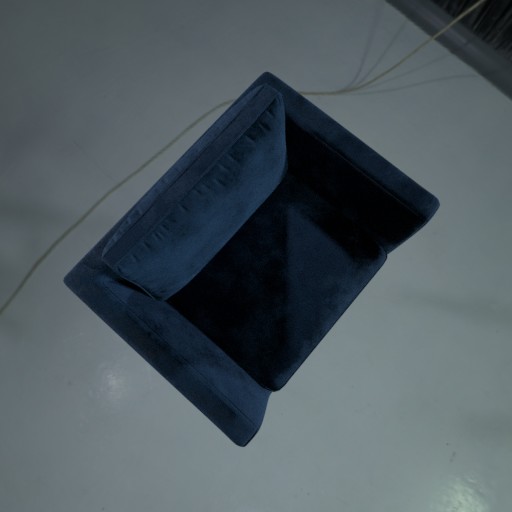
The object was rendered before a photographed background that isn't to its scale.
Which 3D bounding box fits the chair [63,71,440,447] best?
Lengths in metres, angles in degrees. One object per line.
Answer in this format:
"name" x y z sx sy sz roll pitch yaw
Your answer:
"chair" 0.000 0.000 1.592 0.746 0.893 0.977 40 81 8
